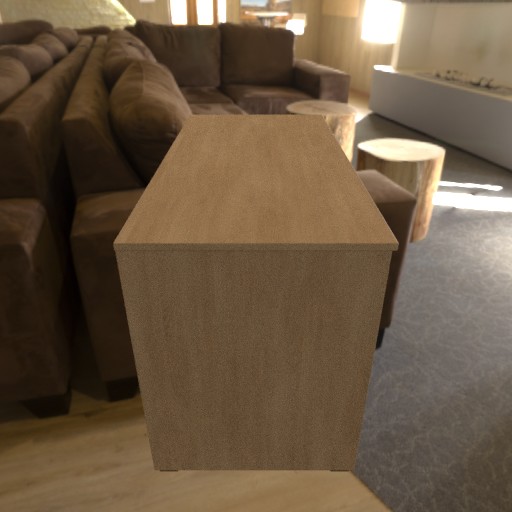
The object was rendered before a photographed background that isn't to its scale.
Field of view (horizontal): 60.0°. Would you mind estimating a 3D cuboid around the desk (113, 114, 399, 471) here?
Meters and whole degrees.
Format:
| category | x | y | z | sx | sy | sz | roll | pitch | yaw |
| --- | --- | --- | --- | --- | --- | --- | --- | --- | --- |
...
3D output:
| category | x | y | z | sx | sy | sz | roll | pitch | yaw |
| --- | --- | --- | --- | --- | --- | --- | --- | --- | --- |
| desk | 0.000 | 0.000 | 1.663 | 0.600 | 0.770 | 1.251 | 0 | 30 | 0 |
